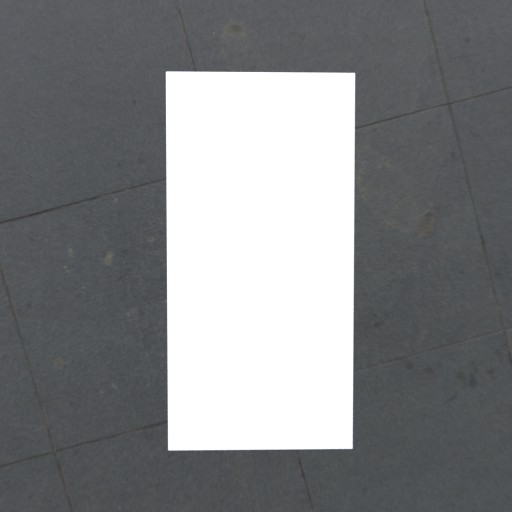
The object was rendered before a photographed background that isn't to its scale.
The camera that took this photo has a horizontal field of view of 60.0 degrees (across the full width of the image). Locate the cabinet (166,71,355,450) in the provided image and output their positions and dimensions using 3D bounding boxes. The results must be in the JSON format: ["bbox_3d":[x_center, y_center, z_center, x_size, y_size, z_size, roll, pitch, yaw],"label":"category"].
[{"bbox_3d":[0.000,0.000,1.108,0.296,0.815,0.600,0,92,-1],"label":"cabinet"}]
